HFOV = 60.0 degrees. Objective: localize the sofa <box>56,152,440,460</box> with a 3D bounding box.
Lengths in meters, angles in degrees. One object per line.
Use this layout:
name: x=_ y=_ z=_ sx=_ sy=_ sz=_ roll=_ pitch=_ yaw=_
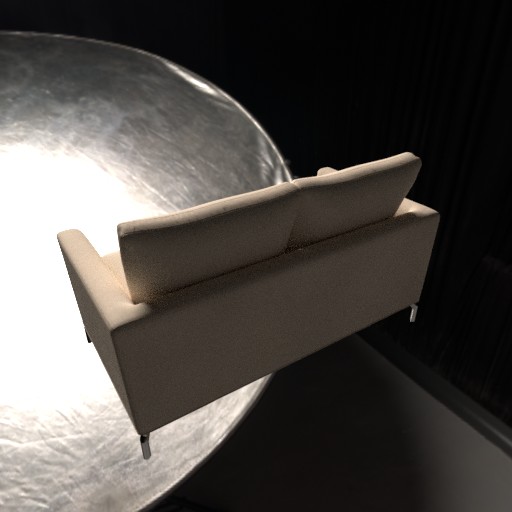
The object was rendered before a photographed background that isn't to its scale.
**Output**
sofa: x=0.000 y=0.000 z=2.319 sx=1.739 sy=0.995 sz=0.906 roll=-18 pitch=35 yaw=-28
